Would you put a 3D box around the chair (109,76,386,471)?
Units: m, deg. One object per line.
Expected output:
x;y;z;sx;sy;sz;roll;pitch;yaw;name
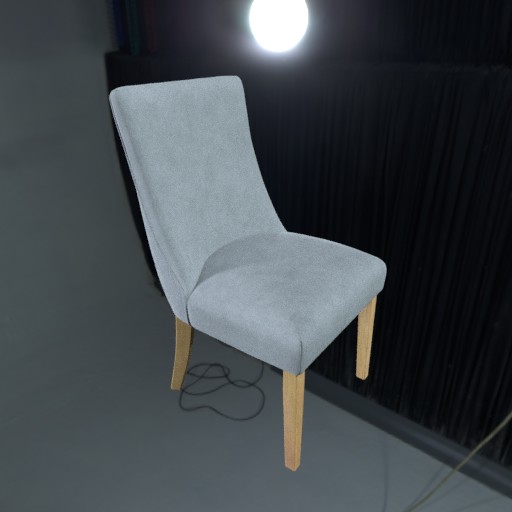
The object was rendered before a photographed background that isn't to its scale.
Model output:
0.000;0.000;1.257;0.610;0.902;0.495;19;32;32;chair
